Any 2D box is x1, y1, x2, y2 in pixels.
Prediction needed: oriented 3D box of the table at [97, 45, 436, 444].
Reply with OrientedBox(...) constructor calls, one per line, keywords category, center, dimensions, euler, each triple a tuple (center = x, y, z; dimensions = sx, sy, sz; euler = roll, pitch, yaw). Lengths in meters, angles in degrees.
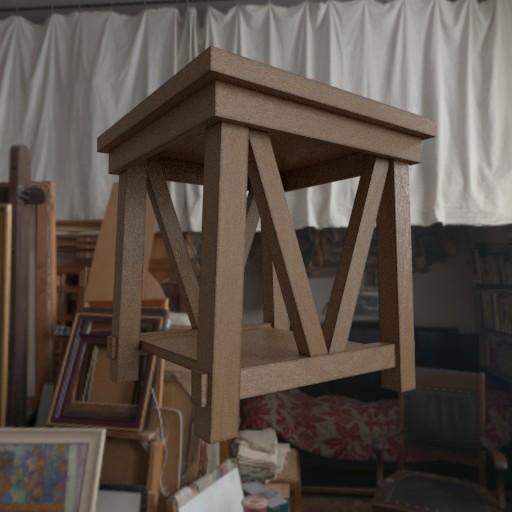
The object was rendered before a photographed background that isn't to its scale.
OrientedBox(category="table", center=(0.000, 0.000, 1.111), dimensions=(0.612, 0.638, 0.610), euler=(1, -2, -36))
